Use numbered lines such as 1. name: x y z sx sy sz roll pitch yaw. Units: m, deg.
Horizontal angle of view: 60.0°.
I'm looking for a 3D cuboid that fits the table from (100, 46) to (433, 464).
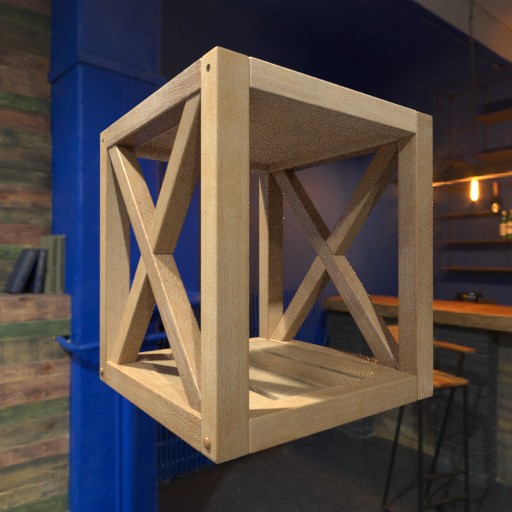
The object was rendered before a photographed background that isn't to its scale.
1. table: 0.000 0.000 1.028 0.558 0.610 0.559 0 0 -36
